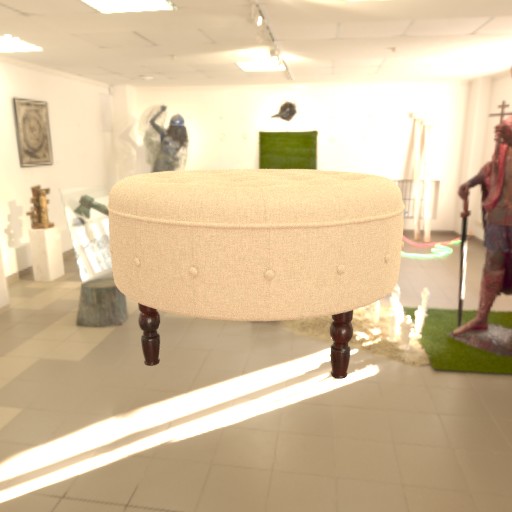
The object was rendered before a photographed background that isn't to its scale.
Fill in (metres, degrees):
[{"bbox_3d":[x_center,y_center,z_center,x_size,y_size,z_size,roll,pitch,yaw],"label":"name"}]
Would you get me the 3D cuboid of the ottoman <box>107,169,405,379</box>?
[{"bbox_3d":[0.000,0.000,1.368,0.848,0.494,0.848,0,14,0],"label":"ottoman"}]
